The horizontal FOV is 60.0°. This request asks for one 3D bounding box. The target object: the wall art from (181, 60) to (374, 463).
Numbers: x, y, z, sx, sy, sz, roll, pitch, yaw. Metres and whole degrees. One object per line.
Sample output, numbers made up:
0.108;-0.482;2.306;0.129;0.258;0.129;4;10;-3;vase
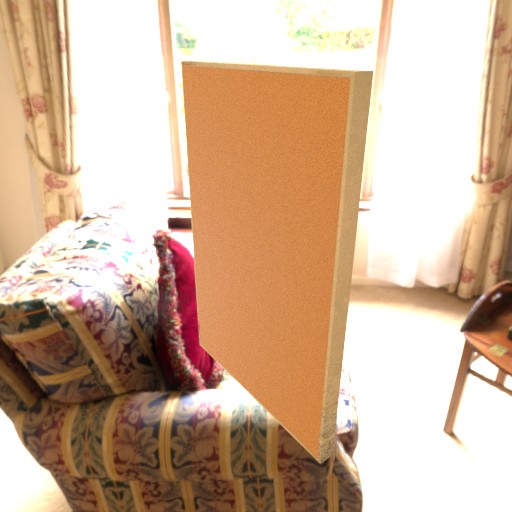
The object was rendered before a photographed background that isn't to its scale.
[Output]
0.000;0.000;0.963;0.038;0.764;0.508;-18;31;-32;wall art
